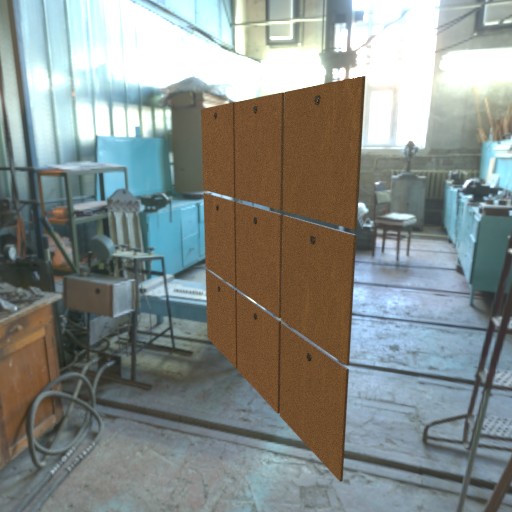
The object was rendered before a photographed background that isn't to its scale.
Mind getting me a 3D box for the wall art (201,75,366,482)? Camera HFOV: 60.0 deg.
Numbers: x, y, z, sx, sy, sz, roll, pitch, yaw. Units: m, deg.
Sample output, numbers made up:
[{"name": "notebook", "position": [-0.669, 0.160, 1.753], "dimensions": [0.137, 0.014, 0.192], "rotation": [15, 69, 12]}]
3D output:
[{"name": "wall art", "position": [0.000, 0.000, 2.252], "dimensions": [0.023, 1.522, 1.526], "rotation": [-7, 16, -25]}]
